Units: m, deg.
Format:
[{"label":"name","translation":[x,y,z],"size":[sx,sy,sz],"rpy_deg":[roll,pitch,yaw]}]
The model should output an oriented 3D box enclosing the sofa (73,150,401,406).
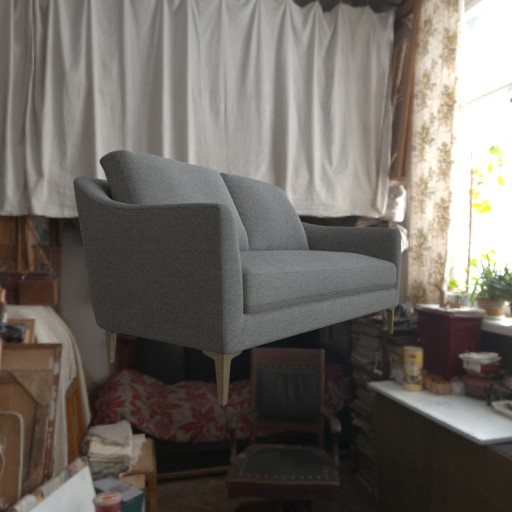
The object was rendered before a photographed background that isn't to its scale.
[{"label":"sofa","translation":[0.000,0.000,2.204],"size":[0.960,0.904,1.619],"rpy_deg":[0,0,36]}]
